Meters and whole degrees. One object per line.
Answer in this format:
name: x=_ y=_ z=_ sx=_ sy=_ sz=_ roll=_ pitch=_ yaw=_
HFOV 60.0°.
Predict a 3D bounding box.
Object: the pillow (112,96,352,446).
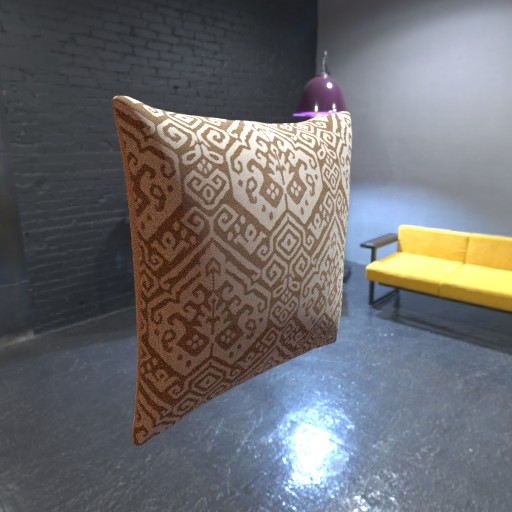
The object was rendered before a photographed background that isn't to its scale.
pillow: x=0.000 y=0.000 z=0.630 sx=0.173 sy=0.407 sz=0.419 roll=14 pitch=21 yaw=43
